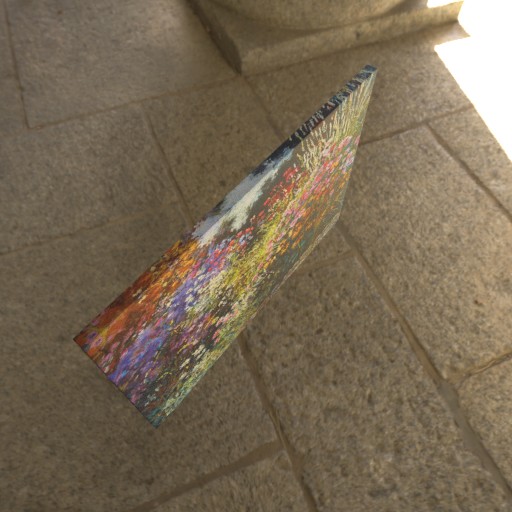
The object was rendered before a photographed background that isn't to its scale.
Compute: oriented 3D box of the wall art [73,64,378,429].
[{"bbox_3d":[0.000,0.000,1.433,0.042,0.760,1.136,34,64,19],"label":"wall art"}]
